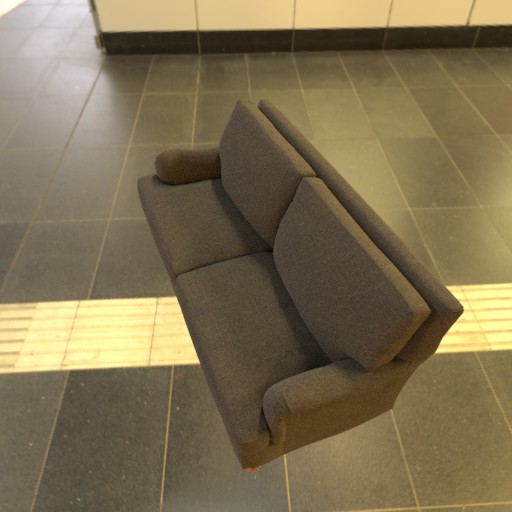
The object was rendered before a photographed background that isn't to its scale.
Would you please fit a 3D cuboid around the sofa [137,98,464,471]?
[{"bbox_3d":[0.000,0.000,2.744,1.087,1.054,2.160,-17,48,-16],"label":"sofa"}]
